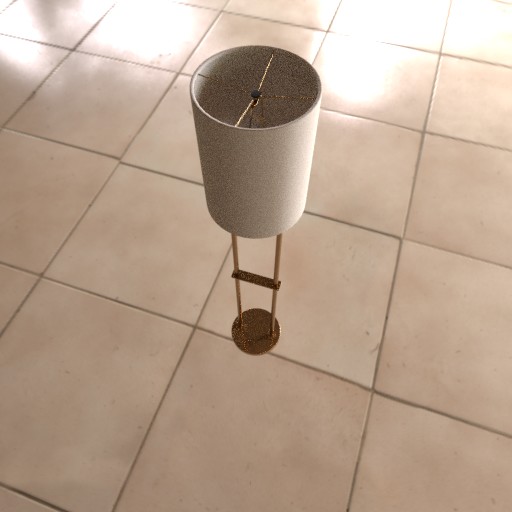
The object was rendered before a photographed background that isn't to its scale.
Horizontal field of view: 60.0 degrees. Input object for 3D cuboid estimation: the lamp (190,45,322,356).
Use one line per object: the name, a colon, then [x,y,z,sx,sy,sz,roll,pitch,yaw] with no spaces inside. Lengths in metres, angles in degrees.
lamp: [0.000,0.000,1.657,0.306,1.500,0.305,15,60,9]
